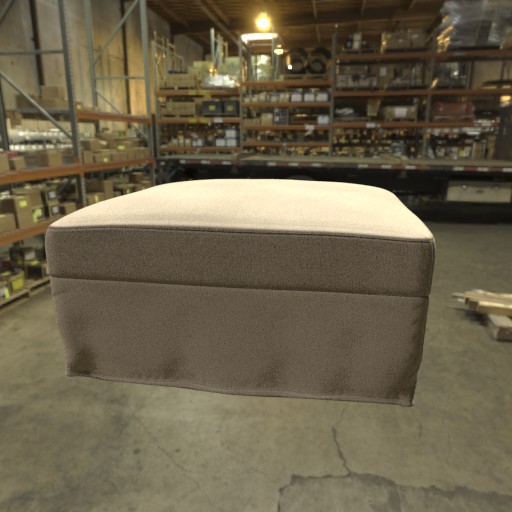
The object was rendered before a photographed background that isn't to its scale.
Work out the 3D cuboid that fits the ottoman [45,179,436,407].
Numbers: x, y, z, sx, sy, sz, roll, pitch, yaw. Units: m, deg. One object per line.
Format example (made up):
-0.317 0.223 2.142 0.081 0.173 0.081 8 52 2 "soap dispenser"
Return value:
0.000 0.000 1.327 0.843 0.441 0.842 2 15 9 "ottoman"
